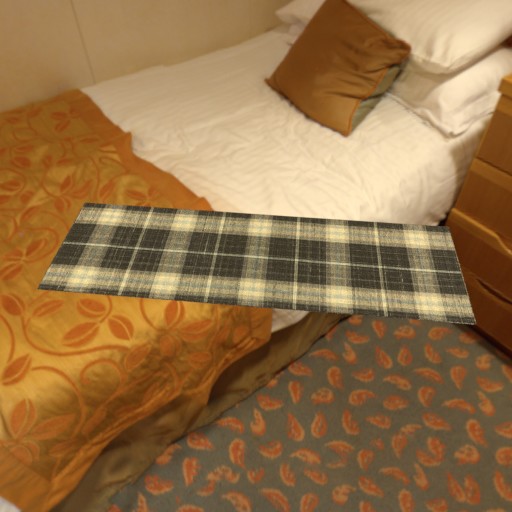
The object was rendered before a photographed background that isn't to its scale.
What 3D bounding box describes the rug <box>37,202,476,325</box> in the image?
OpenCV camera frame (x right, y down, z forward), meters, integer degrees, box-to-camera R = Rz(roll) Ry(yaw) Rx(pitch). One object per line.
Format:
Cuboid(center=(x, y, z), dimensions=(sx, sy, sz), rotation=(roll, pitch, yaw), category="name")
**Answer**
Cuboid(center=(0.000, 0.000, 2.694), dimensions=(2.434, 0.012, 0.760), rotation=(4, 47, 4), category="rug")
